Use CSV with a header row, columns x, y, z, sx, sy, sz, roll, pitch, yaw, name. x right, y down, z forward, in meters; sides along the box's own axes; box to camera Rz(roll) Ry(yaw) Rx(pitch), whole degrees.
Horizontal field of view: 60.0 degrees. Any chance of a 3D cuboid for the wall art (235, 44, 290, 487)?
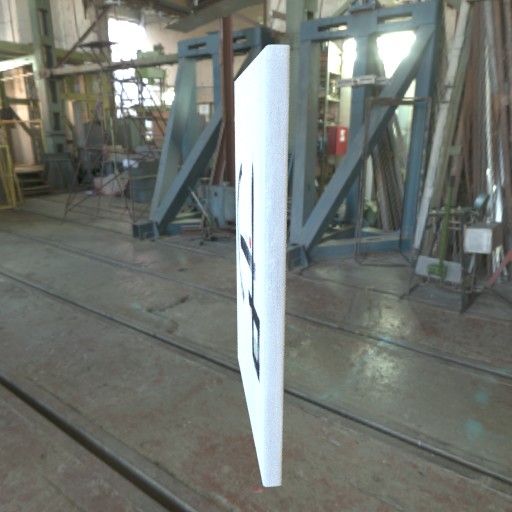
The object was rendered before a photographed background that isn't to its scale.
x,y,z,sx,sy,sz,roll,pitch,yaw,name
0.000,0.000,1.162,0.048,0.916,0.602,-2,16,-7,wall art
